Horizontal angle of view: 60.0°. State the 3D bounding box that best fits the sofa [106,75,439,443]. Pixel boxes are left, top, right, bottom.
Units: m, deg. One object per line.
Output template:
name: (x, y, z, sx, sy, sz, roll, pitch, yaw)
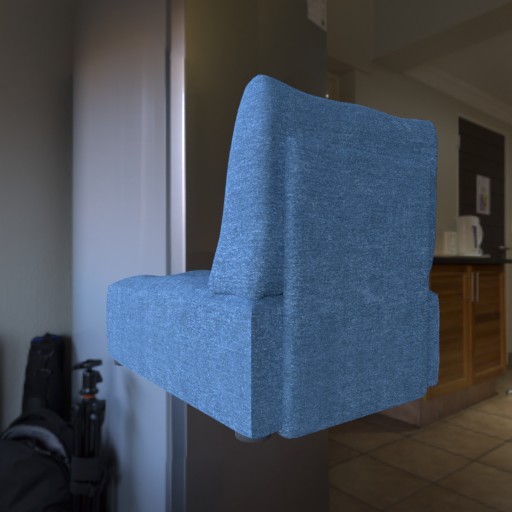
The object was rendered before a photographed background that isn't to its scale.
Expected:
sofa: (0.000, 0.000, 1.510, 0.700, 0.820, 1.000, 0, 0, -36)
